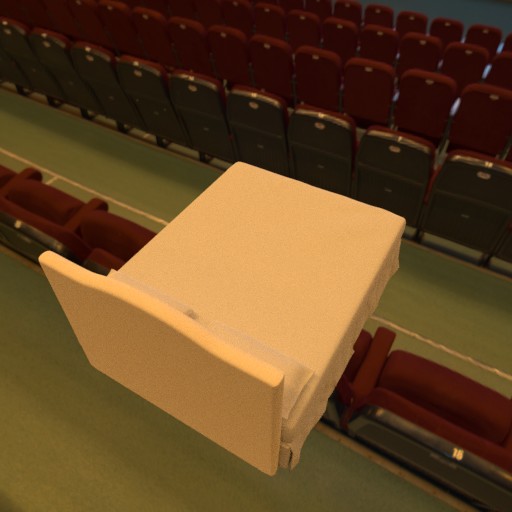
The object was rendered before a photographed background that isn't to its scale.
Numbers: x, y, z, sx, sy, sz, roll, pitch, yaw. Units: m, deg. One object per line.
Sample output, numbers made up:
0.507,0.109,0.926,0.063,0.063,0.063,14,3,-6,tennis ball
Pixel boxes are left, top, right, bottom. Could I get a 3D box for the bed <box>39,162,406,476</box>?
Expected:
0.000,0.000,3.631,1.977,1.437,2.477,23,50,21,bed
